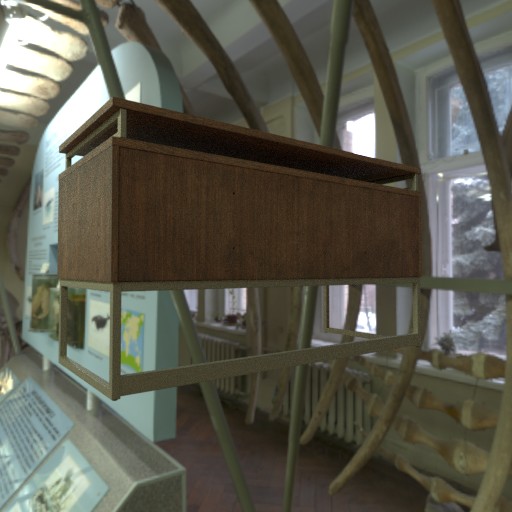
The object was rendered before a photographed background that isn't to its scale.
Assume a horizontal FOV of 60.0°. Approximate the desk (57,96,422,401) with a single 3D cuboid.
[{"bbox_3d":[0.000,0.000,1.799,1.384,0.792,0.610,1,-2,-37],"label":"desk"}]
